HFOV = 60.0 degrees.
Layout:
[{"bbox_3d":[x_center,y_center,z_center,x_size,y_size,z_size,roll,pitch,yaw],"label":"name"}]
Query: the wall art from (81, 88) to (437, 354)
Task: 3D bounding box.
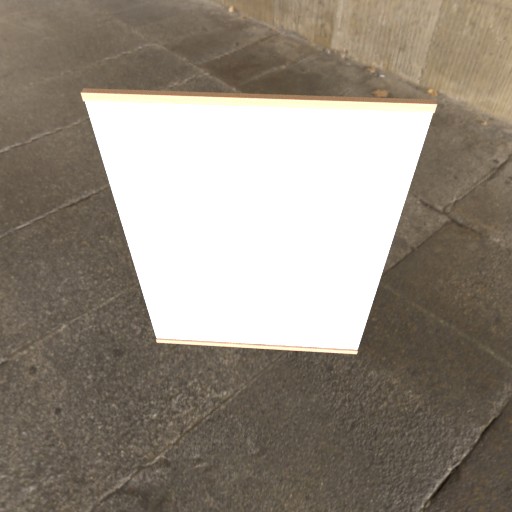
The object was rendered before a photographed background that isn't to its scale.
[{"bbox_3d":[0.000,0.000,0.796,0.459,0.608,0.012,3,47,3],"label":"wall art"}]
